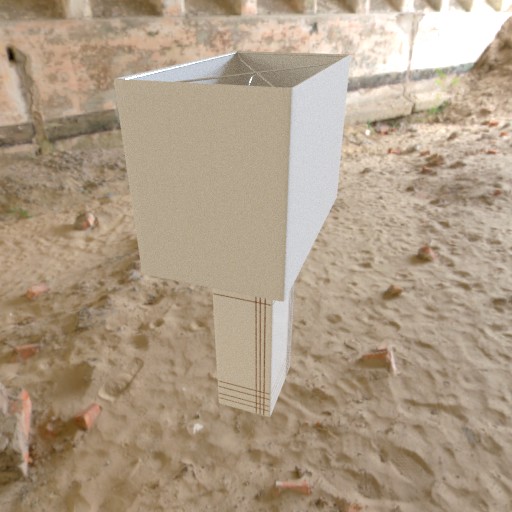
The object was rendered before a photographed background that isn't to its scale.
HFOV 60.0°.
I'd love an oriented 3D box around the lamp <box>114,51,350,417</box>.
[{"bbox_3d":[0.000,0.000,0.678,0.182,0.543,0.334,10,31,17],"label":"lamp"}]
